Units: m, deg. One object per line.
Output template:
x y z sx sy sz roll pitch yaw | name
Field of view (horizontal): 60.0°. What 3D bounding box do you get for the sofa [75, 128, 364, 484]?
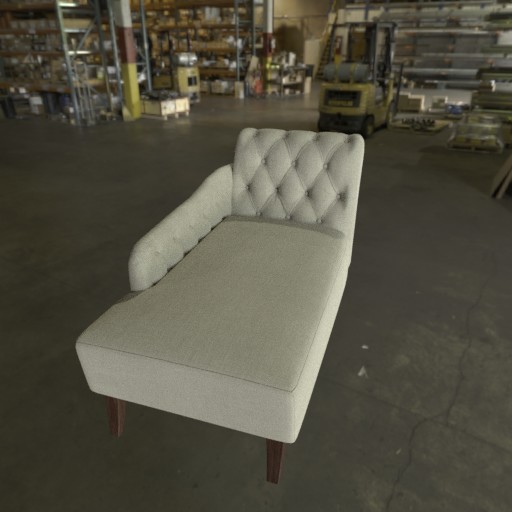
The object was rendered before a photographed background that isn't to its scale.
0.000 0.000 1.769 0.675 0.787 1.379 8 27 17 | sofa
